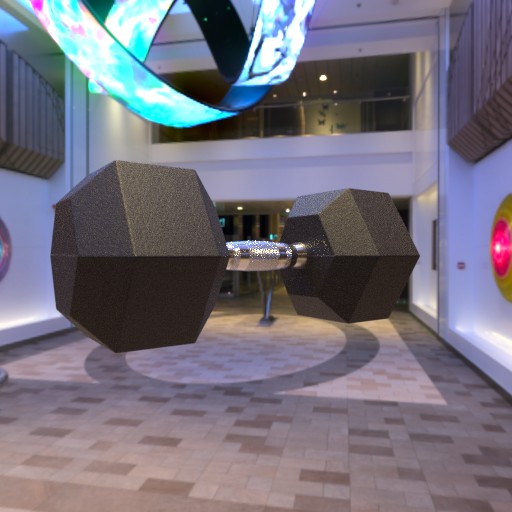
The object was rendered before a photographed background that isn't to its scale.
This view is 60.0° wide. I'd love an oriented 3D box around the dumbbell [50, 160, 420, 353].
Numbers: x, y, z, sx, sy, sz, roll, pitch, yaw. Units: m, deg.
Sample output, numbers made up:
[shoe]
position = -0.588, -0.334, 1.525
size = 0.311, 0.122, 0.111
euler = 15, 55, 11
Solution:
[dumbbell]
position = 0.000, 0.000, 0.470
size = 0.384, 0.150, 0.173
euler = 0, 0, -35
